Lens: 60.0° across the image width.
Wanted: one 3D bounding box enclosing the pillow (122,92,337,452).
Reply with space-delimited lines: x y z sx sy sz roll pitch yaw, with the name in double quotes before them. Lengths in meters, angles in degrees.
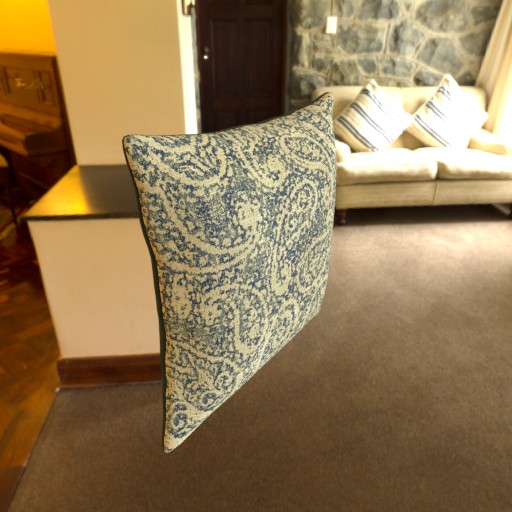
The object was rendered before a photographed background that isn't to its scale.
"pillow" 0.000 0.000 0.798 0.166 0.510 0.523 18 32 31
